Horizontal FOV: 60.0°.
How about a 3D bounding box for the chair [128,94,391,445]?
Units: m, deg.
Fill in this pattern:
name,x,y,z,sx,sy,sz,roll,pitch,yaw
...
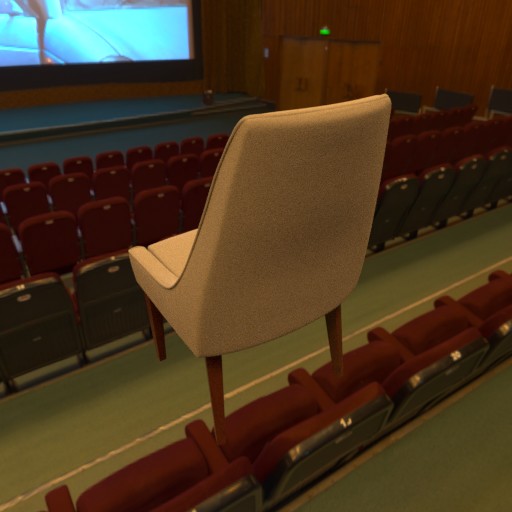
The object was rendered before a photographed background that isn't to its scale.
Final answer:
name,x,y,z,sx,sy,sz,roll,pitch,yaw
chair,0.000,0.000,1.181,0.529,0.861,0.544,-19,35,-29
